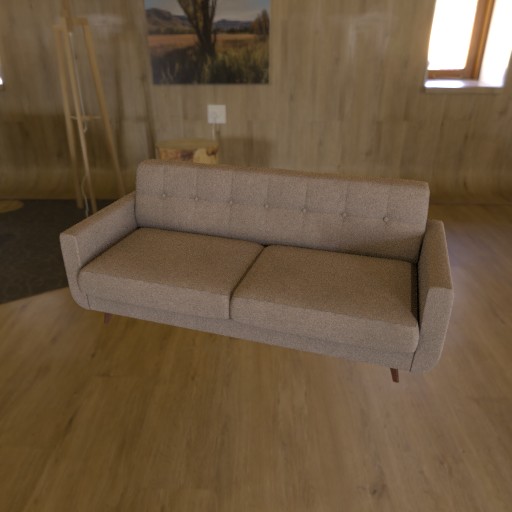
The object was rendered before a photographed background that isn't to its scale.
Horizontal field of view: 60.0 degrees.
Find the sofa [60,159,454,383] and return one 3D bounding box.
[{"bbox_3d":[0.000,0.000,2.560,2.029,0.841,0.909,8,27,16],"label":"sofa"}]
